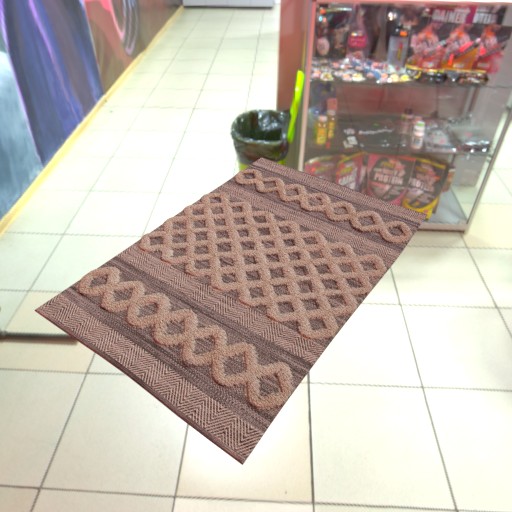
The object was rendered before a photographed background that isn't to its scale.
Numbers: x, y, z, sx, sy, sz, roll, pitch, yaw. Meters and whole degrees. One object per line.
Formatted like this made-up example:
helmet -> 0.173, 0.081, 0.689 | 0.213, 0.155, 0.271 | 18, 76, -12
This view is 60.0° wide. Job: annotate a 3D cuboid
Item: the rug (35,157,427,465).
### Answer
rug -> 0.000, 0.000, 2.341 | 1.222, 0.030, 1.823 | 25, 46, 26
